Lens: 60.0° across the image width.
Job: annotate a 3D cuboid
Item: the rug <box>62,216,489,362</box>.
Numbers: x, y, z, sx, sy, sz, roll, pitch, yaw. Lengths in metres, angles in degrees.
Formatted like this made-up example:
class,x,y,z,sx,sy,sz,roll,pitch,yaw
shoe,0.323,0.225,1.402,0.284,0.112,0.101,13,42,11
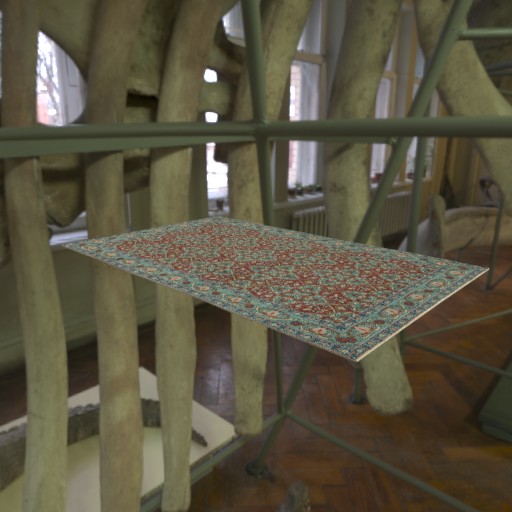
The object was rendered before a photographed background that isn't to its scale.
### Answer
class,x,y,z,sx,sy,sz,roll,pitch,yaw
rug,0.000,0.000,2.945,2.439,0.011,1.533,15,21,41
